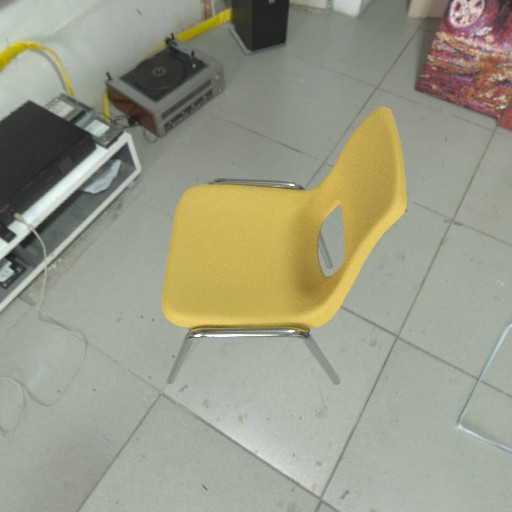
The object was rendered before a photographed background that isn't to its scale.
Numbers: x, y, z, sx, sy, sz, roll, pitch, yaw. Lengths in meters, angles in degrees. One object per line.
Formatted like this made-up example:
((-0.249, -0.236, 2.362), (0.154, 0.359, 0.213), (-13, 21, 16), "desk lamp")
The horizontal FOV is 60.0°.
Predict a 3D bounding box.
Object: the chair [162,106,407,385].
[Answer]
((0.000, 0.000, 0.932), (0.436, 0.653, 0.381), (2, 59, 1), "chair")
